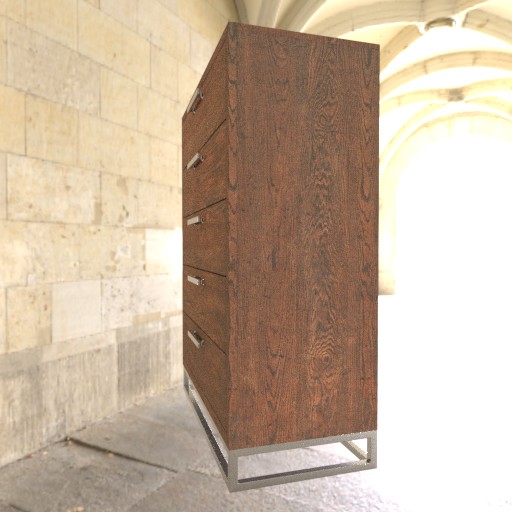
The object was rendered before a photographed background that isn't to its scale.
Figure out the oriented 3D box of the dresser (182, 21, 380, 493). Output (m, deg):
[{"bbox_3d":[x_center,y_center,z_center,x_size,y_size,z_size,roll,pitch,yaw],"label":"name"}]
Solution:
[{"bbox_3d":[0.000,0.000,1.766,0.508,1.321,0.965,0,1,-17],"label":"dresser"}]
